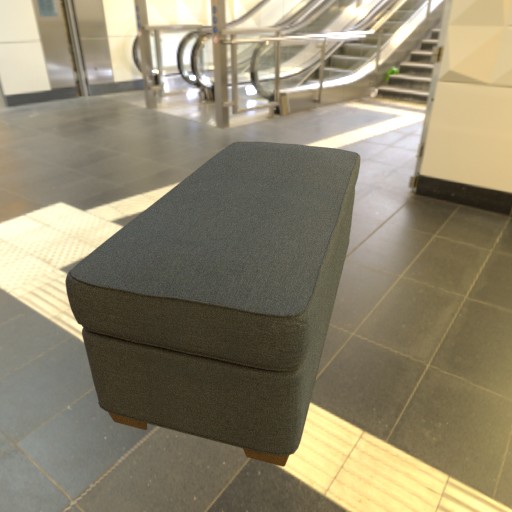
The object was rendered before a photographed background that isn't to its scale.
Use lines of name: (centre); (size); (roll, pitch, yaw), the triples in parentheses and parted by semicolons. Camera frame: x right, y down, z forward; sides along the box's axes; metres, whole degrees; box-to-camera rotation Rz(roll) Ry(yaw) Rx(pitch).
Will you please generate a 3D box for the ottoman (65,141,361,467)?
ottoman: (0.000, 0.000, 1.376); (0.515, 0.460, 1.110); (8, 31, 14)
